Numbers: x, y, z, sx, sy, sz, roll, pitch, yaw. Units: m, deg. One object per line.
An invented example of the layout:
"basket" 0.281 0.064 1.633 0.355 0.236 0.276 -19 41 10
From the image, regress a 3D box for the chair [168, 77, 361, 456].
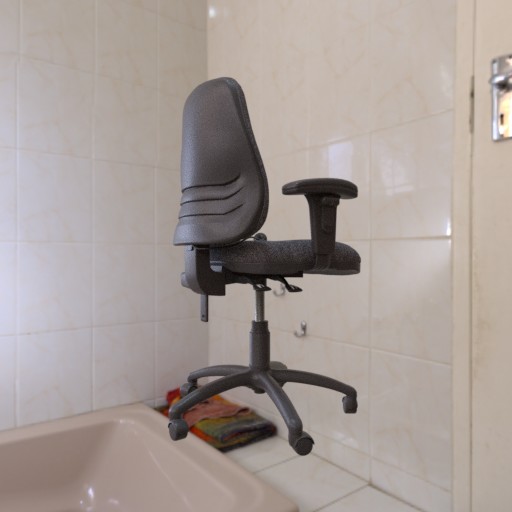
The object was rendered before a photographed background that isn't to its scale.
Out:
"chair" 0.000 0.000 1.255 0.530 0.910 0.550 0 0 -36
